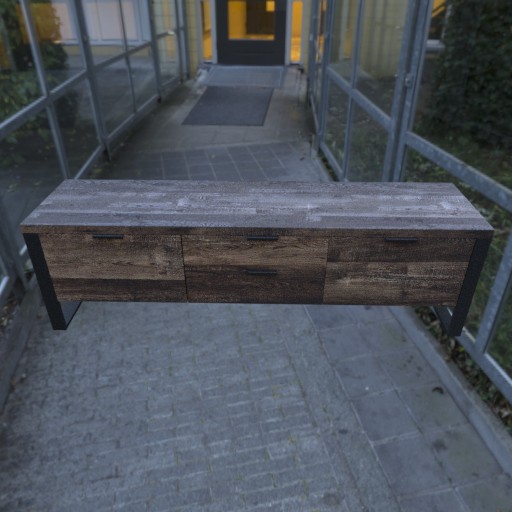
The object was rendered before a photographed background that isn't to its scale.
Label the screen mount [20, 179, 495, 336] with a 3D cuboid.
[{"bbox_3d":[0.000,0.000,1.698,1.524,0.450,0.395,1,32,1],"label":"screen mount"}]
